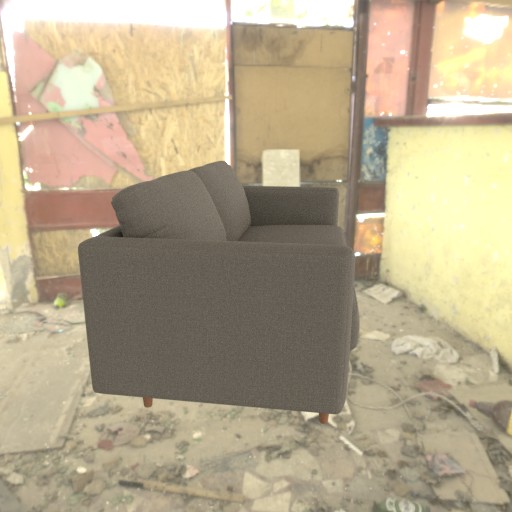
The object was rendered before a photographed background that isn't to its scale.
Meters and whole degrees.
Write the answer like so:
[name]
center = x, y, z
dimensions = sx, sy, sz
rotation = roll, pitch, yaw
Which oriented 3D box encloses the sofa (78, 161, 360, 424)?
[sofa]
center = 0.000, 0.000, 2.235
dimensions = 0.940, 0.866, 1.713
rotation = 2, 16, 8
